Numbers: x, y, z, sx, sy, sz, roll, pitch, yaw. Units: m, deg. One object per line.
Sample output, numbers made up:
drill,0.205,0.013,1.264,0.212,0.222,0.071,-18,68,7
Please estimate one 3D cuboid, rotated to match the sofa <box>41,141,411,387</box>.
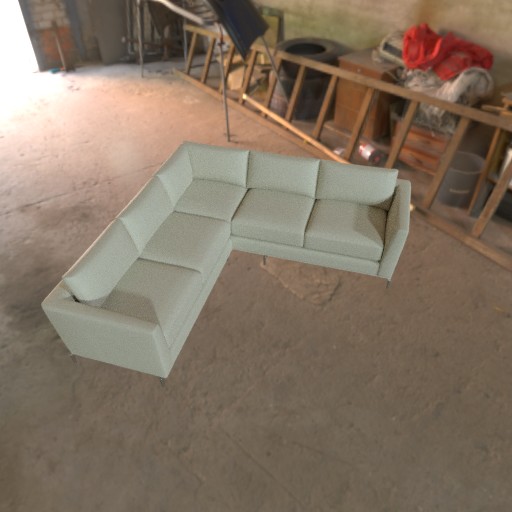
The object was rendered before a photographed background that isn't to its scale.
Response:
sofa,0.000,0.000,3.842,2.448,0.867,2.430,11,42,12
